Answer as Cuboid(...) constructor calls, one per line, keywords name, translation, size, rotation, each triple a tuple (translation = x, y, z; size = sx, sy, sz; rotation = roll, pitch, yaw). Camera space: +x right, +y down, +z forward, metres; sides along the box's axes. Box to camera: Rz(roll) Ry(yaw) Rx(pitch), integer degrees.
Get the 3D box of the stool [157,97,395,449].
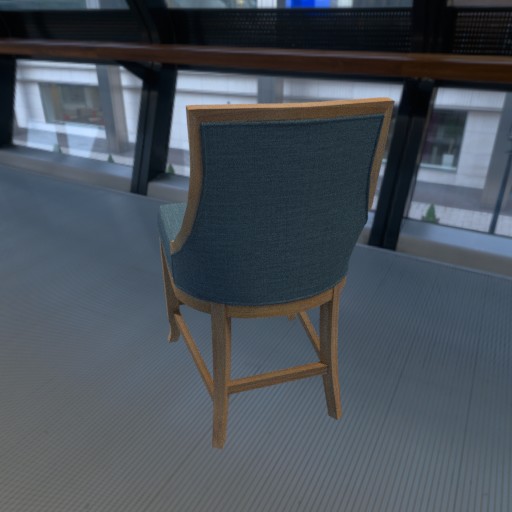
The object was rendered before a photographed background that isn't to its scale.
Cuboid(name="stool", translation=(0.000, 0.000, 1.319), size=(0.524, 0.938, 0.626), rotation=(-8, 27, -15))
